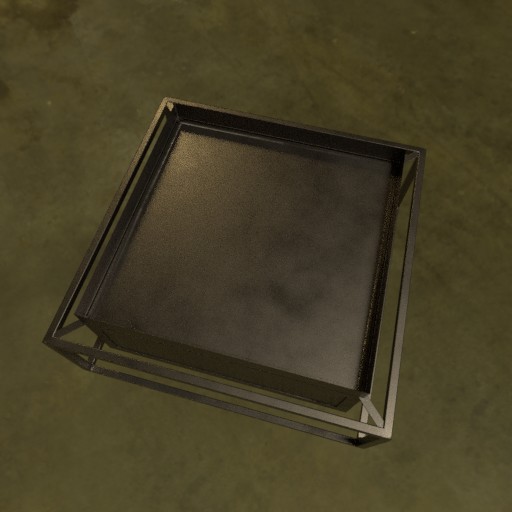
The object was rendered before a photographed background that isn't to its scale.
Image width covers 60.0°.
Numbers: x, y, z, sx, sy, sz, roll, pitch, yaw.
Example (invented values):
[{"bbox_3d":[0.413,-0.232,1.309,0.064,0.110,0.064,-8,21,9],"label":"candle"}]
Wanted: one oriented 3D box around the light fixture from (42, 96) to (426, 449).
[{"bbox_3d":[0.000,0.000,0.688,0.441,0.191,0.441,13,64,7],"label":"light fixture"}]
